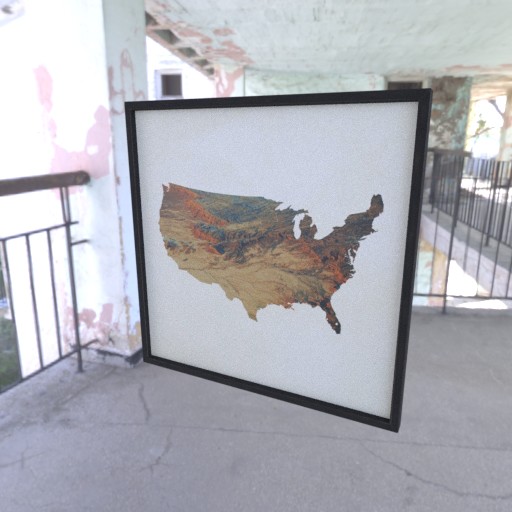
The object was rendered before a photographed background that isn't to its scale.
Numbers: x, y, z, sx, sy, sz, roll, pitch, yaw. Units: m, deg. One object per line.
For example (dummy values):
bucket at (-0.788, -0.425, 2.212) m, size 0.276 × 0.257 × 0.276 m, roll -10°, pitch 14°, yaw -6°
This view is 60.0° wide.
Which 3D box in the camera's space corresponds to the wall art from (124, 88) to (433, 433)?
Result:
wall art at (0.000, 0.000, 0.447) m, size 0.304 × 0.303 × 0.015 m, roll 7°, pitch 17°, yaw 26°
